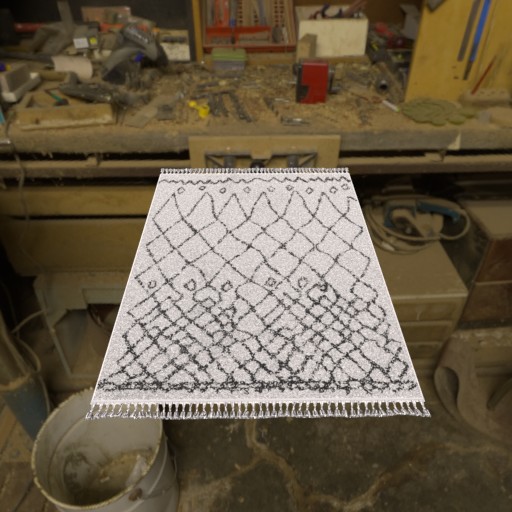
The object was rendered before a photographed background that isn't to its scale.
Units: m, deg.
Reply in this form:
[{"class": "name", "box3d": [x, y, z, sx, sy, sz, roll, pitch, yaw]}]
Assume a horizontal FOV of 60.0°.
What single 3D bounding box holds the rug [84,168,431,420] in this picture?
[{"class": "rug", "box3d": [0.000, 0.000, 2.934, 1.613, 0.017, 2.312, 0, 40, 0]}]
